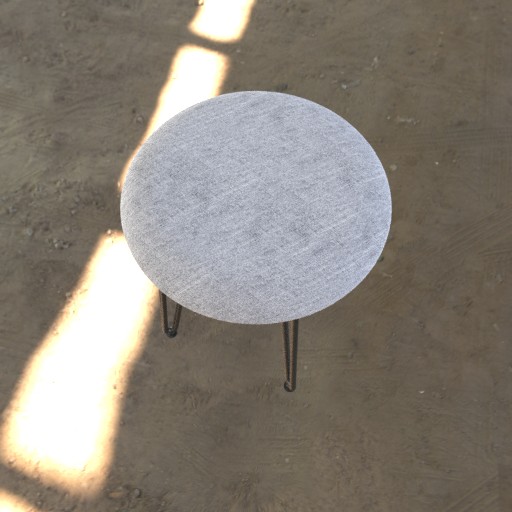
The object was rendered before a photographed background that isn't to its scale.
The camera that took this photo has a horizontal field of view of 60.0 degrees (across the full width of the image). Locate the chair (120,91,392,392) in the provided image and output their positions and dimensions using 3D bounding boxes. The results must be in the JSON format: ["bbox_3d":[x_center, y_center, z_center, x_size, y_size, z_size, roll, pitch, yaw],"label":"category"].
[{"bbox_3d":[0.000,0.000,0.653,0.350,0.386,0.350,-19,65,-9],"label":"chair"}]
